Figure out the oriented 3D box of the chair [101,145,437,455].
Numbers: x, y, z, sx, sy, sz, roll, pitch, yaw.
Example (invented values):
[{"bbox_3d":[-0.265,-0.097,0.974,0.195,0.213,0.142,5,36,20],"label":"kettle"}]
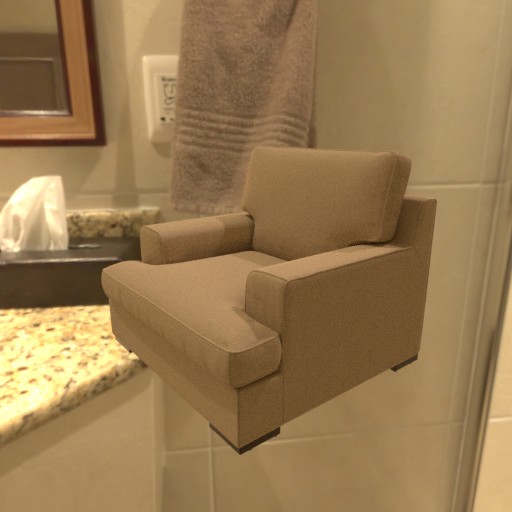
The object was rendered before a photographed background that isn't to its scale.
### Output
[{"bbox_3d":[0.000,0.000,2.135,1.293,1.005,1.274,15,21,42],"label":"chair"}]
